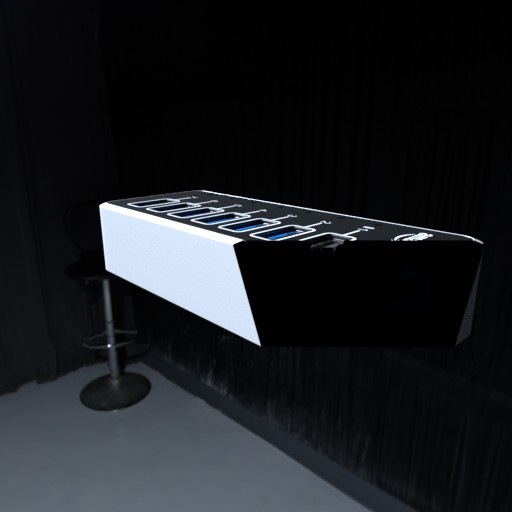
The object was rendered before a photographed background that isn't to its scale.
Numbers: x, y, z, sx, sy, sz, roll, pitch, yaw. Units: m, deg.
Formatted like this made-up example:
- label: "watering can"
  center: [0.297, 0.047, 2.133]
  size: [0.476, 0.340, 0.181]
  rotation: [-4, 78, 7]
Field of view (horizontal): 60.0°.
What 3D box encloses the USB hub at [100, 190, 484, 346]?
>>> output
- label: "USB hub"
  center: [0.000, 0.000, 0.128]
  size: [0.044, 0.023, 0.110]
  rotation: [-16, 23, -42]
